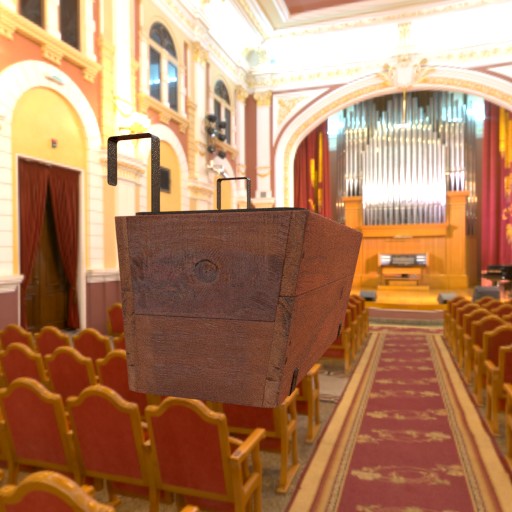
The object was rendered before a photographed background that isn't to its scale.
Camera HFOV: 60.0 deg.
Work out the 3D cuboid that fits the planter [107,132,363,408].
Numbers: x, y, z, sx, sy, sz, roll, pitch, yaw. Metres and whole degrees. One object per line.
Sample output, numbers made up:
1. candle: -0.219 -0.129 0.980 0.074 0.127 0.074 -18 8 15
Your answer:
1. planter: 0.000 0.000 0.652 0.262 0.289 0.480 0 1 19
